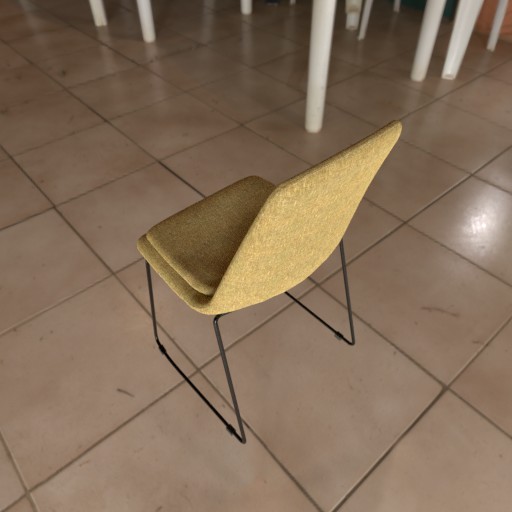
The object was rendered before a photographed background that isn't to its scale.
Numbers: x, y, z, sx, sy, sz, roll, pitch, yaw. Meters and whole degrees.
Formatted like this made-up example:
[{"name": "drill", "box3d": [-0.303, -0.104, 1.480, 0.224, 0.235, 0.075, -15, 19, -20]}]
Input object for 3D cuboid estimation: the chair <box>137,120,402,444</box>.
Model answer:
[{"name": "chair", "box3d": [0.000, 0.000, 1.123, 0.479, 0.849, 0.496, -33, 54, -28]}]
